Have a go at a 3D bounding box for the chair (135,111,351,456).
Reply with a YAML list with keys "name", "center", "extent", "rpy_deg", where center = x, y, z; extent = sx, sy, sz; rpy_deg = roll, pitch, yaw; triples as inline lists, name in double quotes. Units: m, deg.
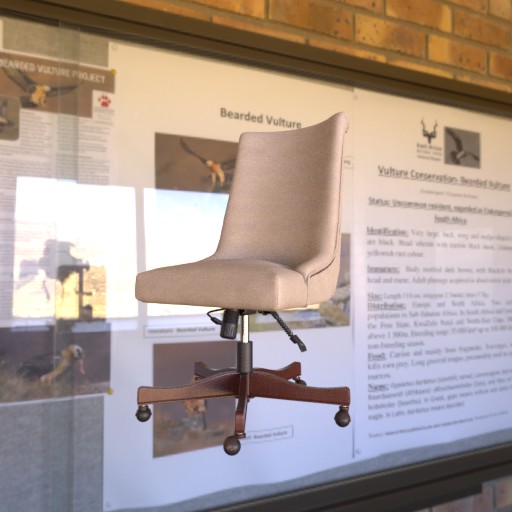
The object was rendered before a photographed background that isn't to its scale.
- name: "chair"
  center: [0.000, 0.000, 1.469]
  extent: [0.645, 1.010, 0.696]
  rpy_deg: [-1, -2, 34]
